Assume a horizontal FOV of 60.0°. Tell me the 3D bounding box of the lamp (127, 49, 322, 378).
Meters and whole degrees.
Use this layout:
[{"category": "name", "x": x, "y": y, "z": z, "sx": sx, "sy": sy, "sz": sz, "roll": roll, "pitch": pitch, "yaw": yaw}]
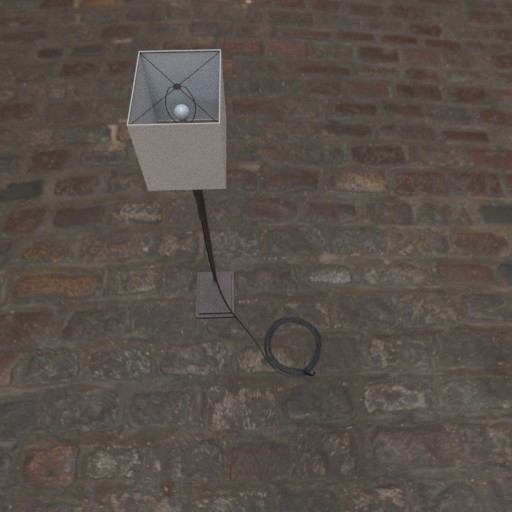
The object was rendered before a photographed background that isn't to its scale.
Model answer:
[{"category": "lamp", "x": 0.000, "y": 0.000, "z": 2.022, "sx": 0.774, "sy": 1.600, "sz": 0.698, "roll": -2, "pitch": 59, "yaw": -1}]
